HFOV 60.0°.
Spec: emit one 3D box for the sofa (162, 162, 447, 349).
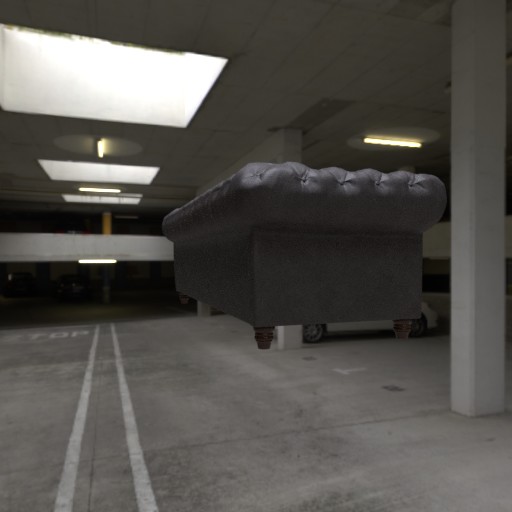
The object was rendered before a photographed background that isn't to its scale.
[{"bbox_3d":[0.000,0.000,2.862,0.944,0.783,2.385,0,0,-19],"label":"sofa"}]
